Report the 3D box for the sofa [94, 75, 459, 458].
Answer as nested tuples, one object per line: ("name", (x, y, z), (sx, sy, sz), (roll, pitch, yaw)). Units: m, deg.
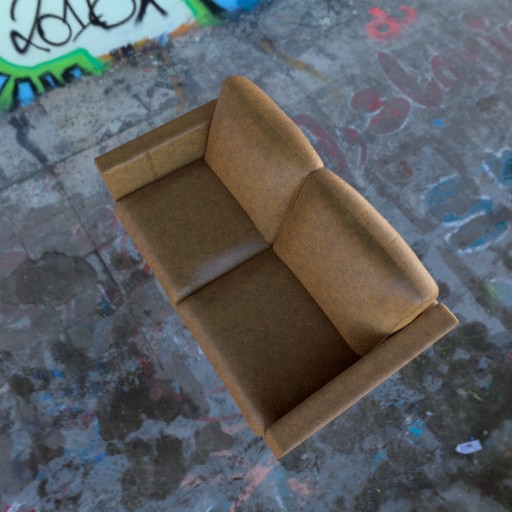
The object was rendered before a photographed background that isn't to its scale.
("sofa", (0.000, 0.000, 2.134), (0.909, 0.951, 1.578), (-31, 68, -14))
